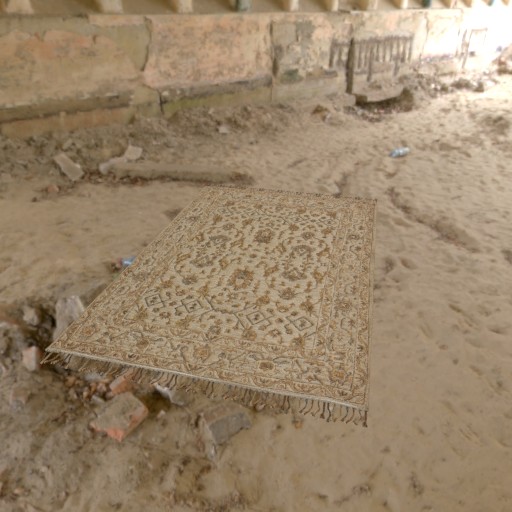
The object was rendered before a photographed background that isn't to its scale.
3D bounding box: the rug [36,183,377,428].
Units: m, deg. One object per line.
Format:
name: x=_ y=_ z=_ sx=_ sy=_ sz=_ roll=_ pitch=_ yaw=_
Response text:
rug: x=0.000 y=0.000 z=2.925 sx=1.529 sy=0.027 sz=2.434 roll=7 pitch=31 yaw=12
